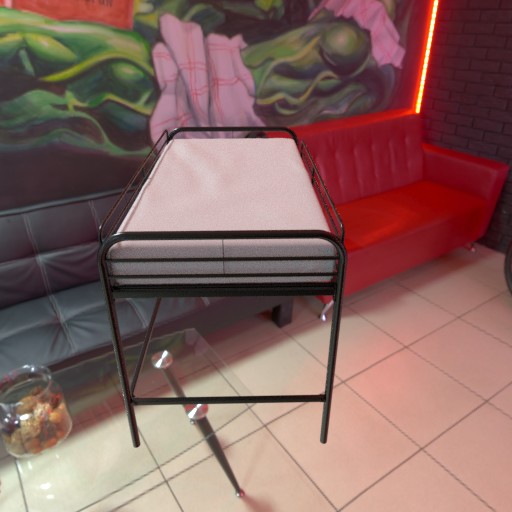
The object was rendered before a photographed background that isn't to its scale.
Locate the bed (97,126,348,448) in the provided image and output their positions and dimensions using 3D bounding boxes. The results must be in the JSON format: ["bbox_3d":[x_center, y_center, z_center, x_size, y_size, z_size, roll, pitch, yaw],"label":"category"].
[{"bbox_3d":[0.000,0.000,2.977,1.393,1.289,1.968,-1,29,-1],"label":"bed"}]
